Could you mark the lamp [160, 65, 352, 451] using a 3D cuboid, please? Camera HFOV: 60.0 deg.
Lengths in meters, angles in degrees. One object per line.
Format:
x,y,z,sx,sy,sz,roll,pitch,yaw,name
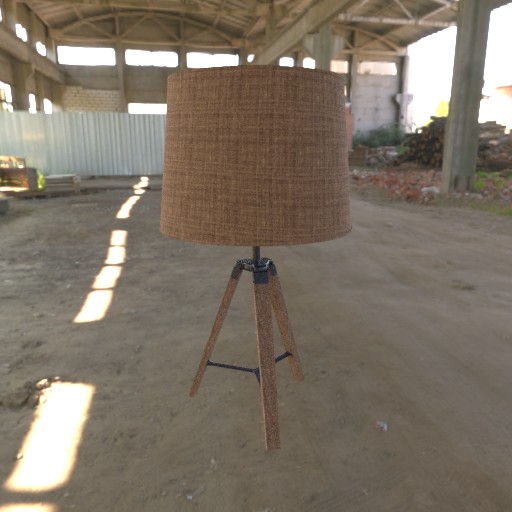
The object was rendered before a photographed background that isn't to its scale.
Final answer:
0.000,0.000,0.692,0.290,0.514,0.290,0,14,0,lamp
